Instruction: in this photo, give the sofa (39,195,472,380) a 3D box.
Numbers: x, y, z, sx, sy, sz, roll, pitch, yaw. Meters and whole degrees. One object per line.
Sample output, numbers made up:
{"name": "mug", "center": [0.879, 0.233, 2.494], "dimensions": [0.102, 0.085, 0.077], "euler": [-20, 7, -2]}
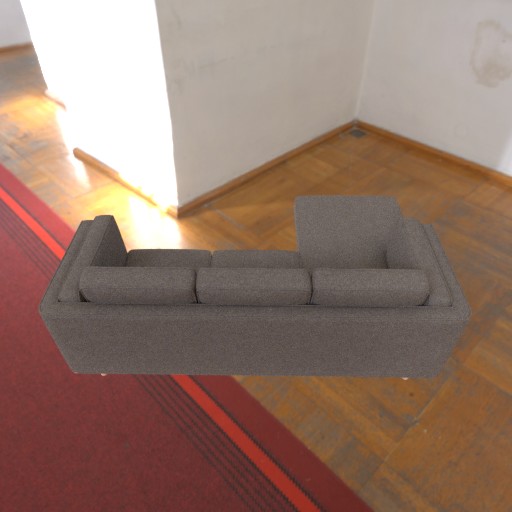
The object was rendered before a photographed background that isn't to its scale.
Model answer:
{"name": "sofa", "center": [0.000, 0.000, 3.171], "dimensions": [2.411, 0.929, 1.604], "euler": [1, 42, 1]}
